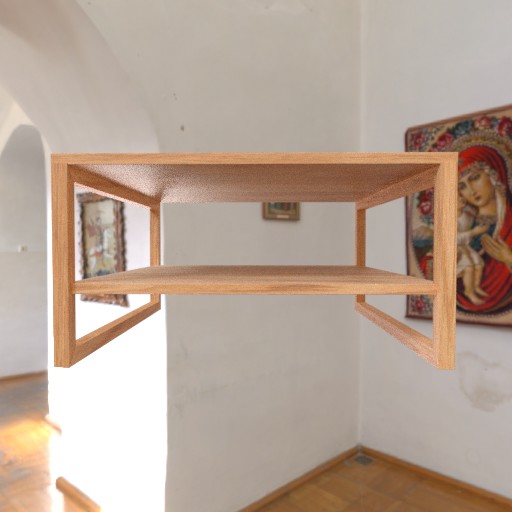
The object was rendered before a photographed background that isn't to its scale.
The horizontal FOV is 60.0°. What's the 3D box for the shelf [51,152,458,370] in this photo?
[{"bbox_3d":[0.000,0.000,1.432,0.899,0.480,0.899,0,2,1],"label":"shelf"}]
